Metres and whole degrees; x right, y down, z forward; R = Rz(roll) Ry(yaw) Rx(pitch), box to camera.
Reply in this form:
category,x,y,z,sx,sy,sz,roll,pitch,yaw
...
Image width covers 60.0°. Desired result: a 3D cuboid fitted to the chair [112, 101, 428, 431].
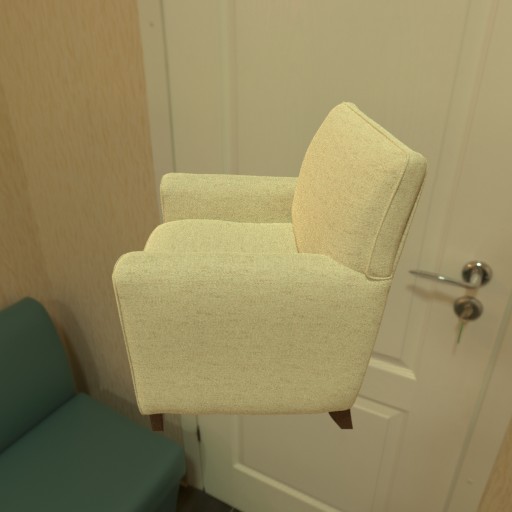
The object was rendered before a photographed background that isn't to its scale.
category,x,y,z,sx,sy,sz,roll,pitch,yaw
chair,0.000,0.000,1.593,0.823,0.943,0.870,-1,28,-1
